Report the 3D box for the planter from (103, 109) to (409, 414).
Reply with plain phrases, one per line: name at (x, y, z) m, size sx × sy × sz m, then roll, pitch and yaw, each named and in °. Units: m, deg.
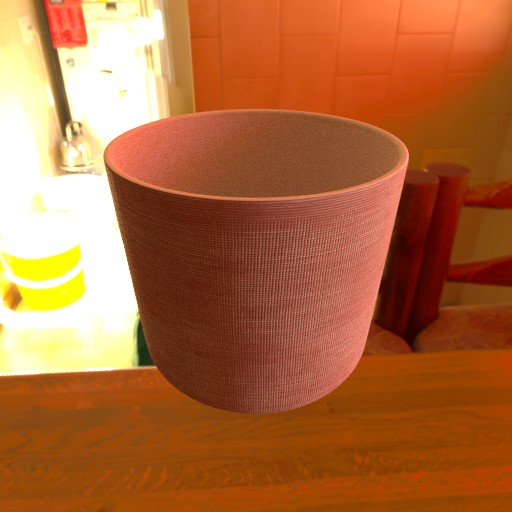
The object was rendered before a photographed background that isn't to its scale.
planter at (0.000, 0.000, 0.765) m, size 0.440 × 0.398 × 0.440 m, roll 0°, pitch 31°, yaw 0°
